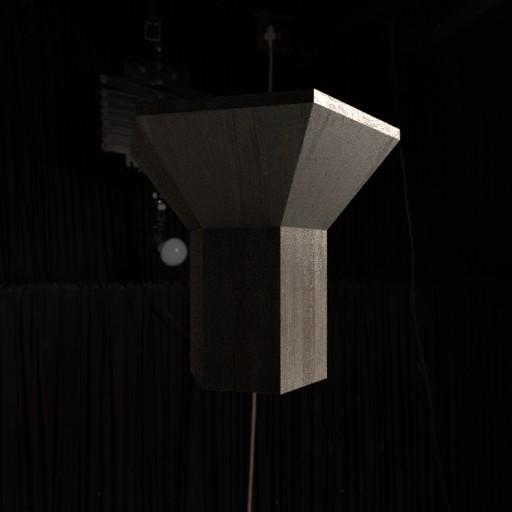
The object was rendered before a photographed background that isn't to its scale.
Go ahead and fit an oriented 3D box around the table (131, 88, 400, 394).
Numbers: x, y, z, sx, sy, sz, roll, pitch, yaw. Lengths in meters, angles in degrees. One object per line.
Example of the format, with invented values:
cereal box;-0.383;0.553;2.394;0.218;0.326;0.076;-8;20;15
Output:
table;0.000;0.000;1.103;0.592;0.586;0.683;0;0;-17
